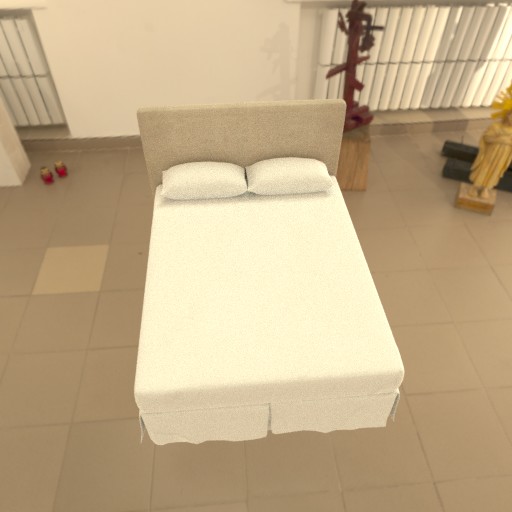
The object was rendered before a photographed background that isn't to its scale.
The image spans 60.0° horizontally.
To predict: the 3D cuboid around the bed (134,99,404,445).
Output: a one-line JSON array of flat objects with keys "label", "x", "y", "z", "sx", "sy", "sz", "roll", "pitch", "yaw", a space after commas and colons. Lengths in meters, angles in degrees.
[{"label": "bed", "x": 0.000, "y": 0.000, "z": 3.231, "sx": 1.713, "sy": 1.330, "sz": 2.162, "roll": -4, "pitch": 46, "yaw": -4}]
